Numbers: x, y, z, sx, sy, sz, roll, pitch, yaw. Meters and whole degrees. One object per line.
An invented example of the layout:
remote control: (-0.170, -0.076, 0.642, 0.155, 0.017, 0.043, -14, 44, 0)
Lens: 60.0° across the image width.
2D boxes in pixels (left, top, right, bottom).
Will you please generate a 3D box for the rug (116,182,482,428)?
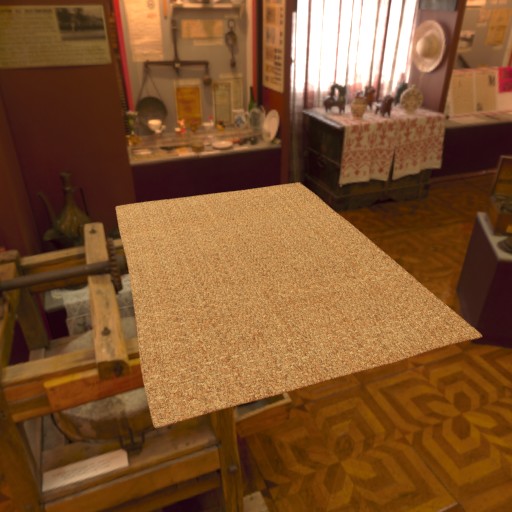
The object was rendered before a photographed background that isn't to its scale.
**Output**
rug: (0.000, 0.000, 2.720, 1.566, 0.013, 2.141, -10, 32, -17)
